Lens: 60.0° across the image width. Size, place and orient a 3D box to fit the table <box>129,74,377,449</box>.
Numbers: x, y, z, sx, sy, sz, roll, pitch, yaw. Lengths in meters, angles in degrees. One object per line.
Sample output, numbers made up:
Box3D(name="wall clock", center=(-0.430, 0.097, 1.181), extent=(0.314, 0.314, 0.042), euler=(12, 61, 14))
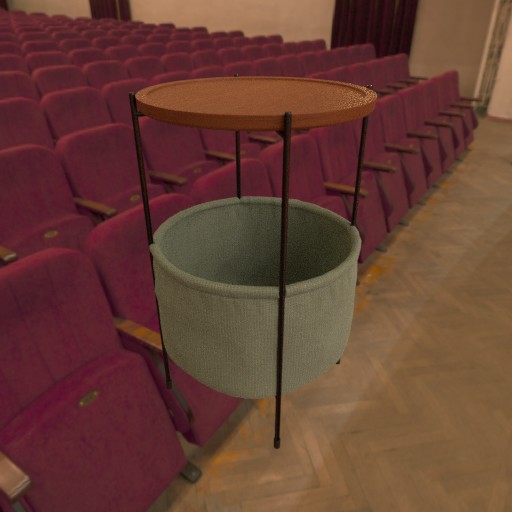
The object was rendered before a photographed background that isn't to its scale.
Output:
Box3D(name="table", center=(0.000, 0.000, 0.873), extent=(0.400, 0.623, 0.400), euler=(18, 33, 29))
